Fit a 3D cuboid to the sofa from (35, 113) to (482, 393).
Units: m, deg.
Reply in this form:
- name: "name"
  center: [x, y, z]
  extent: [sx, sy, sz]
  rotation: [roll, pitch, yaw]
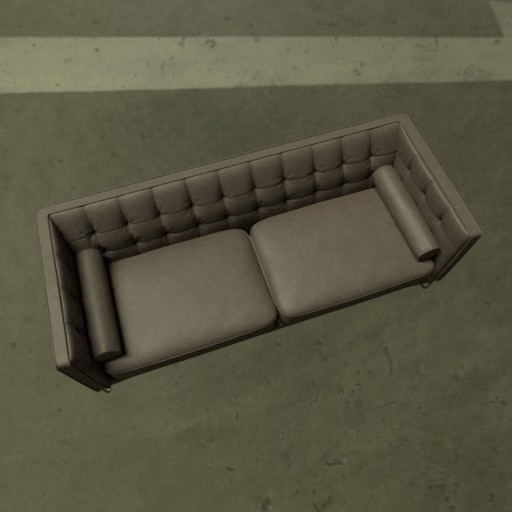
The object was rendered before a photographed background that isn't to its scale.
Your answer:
- name: "sofa"
  center: [0.000, 0.000, 2.514]
  extent: [2.087, 0.789, 0.867]
  rotation: [-17, 65, -8]
